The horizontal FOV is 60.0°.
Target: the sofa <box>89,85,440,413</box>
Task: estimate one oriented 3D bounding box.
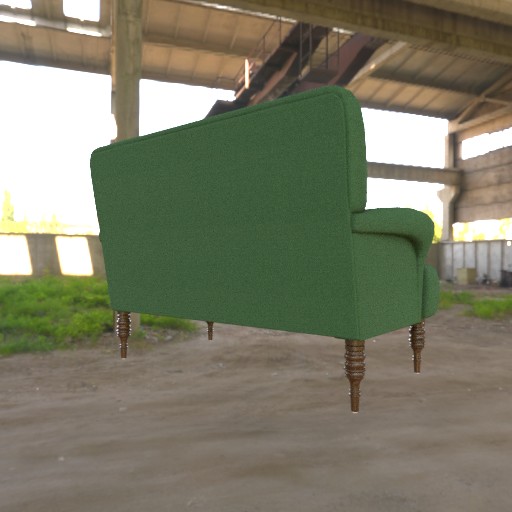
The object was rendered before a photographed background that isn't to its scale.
[{"bbox_3d":[0.000,0.000,1.776,1.297,0.889,0.779,0,0,38],"label":"sofa"}]
